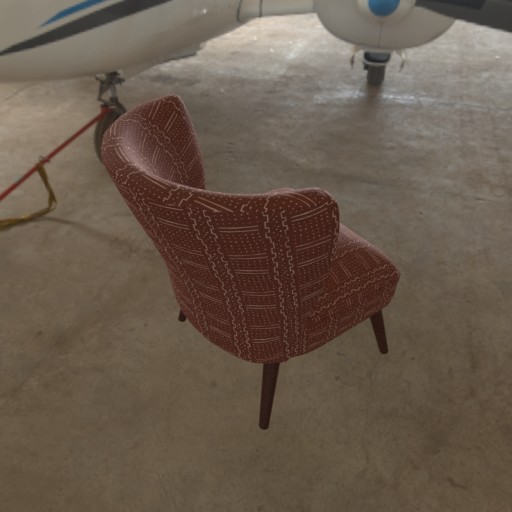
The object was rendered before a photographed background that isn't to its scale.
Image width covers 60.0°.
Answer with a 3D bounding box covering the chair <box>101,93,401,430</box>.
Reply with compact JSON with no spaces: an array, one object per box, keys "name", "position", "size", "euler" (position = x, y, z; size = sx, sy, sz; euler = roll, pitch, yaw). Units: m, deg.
[{"name":"chair","position":[0.000,0.000,1.373],"size":[0.758,0.866,0.706],"euler":[-25,46,-26]}]
